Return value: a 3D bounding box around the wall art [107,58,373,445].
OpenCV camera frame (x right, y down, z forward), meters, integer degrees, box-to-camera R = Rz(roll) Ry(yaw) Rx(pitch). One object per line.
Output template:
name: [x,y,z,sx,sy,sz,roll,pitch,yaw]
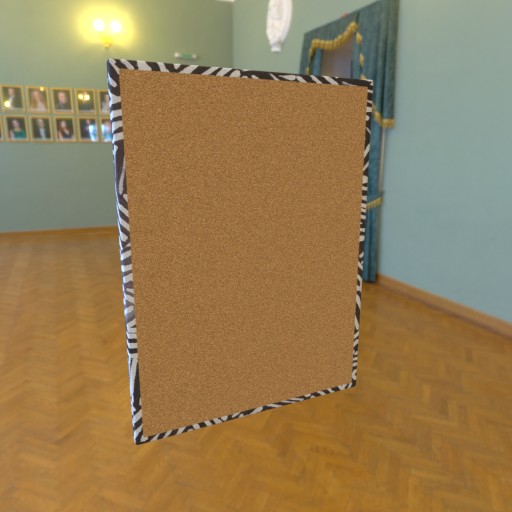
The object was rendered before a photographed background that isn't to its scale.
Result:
wall art: [0.000,0.000,1.307,0.765,1.017,0.038,-6,15,-24]
